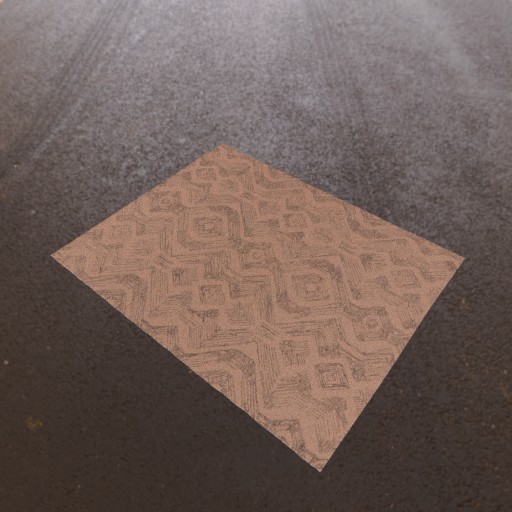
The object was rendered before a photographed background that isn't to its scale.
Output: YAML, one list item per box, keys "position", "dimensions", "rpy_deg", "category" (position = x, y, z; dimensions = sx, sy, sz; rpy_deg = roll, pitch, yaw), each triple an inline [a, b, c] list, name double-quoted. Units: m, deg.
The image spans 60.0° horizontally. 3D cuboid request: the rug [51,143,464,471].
- position: [0.000, 0.000, 4.146]
  dimensions: [3.054, 0.030, 2.430]
  rpy_deg: [31, 54, 26]
  category: "rug"
